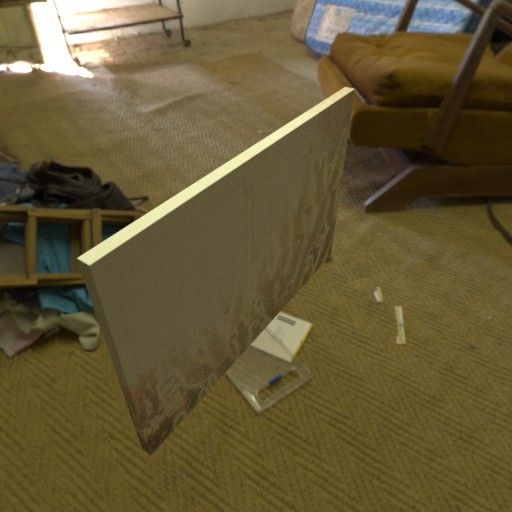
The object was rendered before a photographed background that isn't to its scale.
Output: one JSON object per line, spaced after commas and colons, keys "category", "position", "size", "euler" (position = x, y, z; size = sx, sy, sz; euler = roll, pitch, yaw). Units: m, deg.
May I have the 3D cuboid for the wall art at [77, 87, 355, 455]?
{"category": "wall art", "position": [0.000, 0.000, 1.444], "size": [0.041, 0.758, 1.142], "euler": [25, 46, 26]}
